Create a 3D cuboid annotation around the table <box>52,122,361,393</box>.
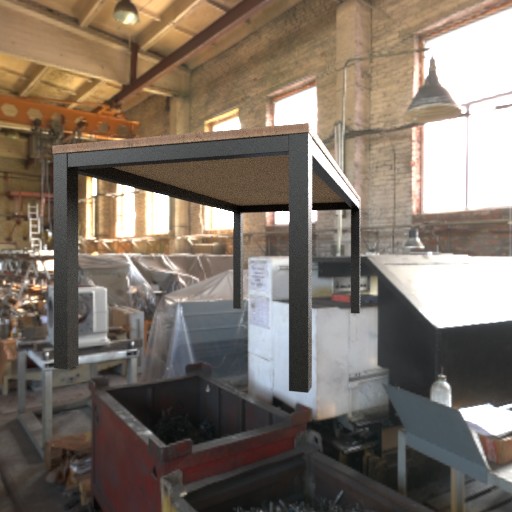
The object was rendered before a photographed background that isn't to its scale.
[{"bbox_3d":[0.000,0.000,2.251,0.893,0.767,1.805,0,0,18],"label":"table"}]
